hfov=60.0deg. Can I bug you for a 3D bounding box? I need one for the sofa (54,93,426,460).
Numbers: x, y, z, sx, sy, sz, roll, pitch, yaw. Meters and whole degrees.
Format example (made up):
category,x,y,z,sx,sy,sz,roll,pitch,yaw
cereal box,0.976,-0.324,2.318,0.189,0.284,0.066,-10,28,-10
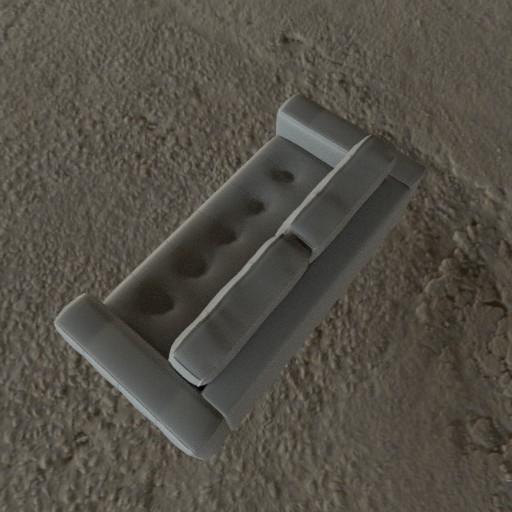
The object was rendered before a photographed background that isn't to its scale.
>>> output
category,x,y,z,sx,sy,sz,roll,pitch,yaw
sofa,0.000,0.000,2.174,0.833,0.893,1.726,36,69,16
